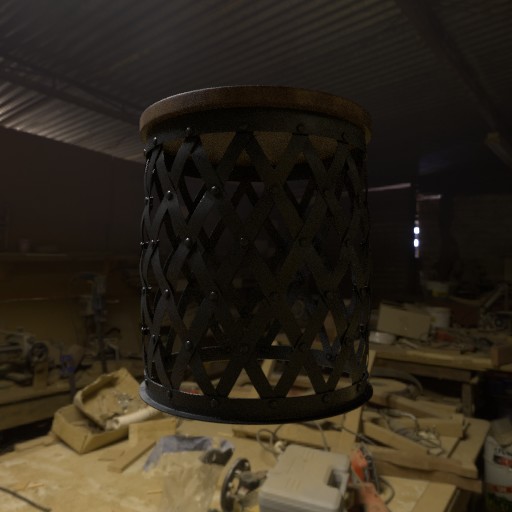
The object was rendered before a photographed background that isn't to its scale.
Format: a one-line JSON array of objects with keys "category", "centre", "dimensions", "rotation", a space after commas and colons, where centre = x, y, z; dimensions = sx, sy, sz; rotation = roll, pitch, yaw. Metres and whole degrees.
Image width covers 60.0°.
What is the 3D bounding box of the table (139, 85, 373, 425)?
[{"category": "table", "centre": [0.000, 0.000, 0.794], "dimensions": [0.405, 0.454, 0.405], "rotation": [0, -1, 0]}]
